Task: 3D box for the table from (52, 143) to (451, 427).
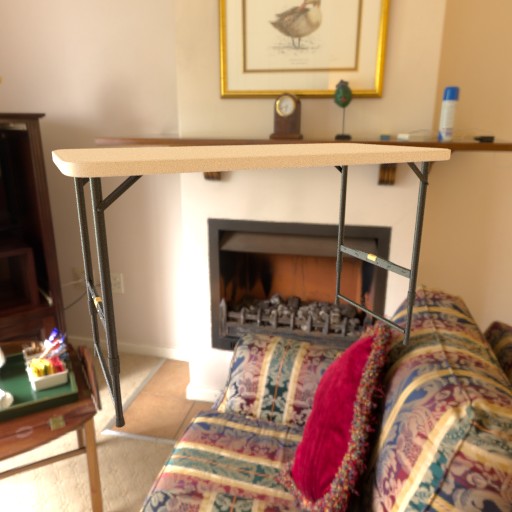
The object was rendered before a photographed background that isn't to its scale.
[{"bbox_3d":[0.000,0.000,1.572,1.219,0.737,0.610,-8,18,-25],"label":"table"}]
